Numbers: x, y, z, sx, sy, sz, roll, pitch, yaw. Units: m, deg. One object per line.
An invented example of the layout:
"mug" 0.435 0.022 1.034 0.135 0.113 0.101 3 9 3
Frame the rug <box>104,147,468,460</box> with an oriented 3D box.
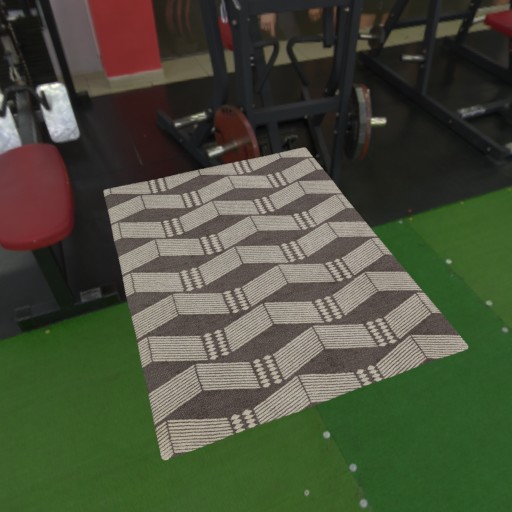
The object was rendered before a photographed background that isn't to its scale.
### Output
"rug" 0.000 0.000 4.164 2.438 0.016 3.048 -15 48 -14
